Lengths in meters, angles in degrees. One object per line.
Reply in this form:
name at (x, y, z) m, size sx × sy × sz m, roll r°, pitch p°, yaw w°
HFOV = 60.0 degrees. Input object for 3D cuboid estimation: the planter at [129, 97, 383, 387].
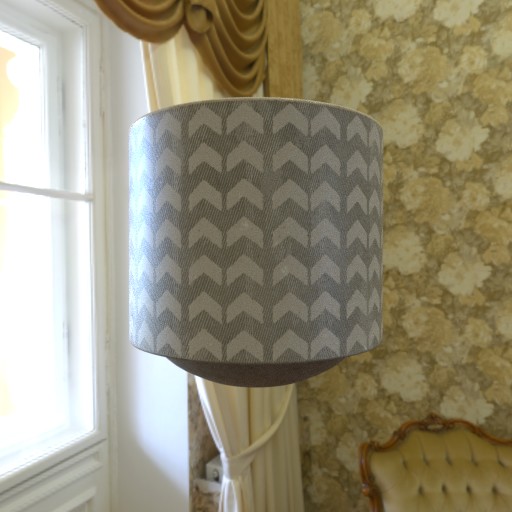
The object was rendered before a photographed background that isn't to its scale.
planter at (0.000, 0.000, 0.454) m, size 0.250 × 0.239 × 0.250 m, roll 0°, pitch 1°, yaw 0°
